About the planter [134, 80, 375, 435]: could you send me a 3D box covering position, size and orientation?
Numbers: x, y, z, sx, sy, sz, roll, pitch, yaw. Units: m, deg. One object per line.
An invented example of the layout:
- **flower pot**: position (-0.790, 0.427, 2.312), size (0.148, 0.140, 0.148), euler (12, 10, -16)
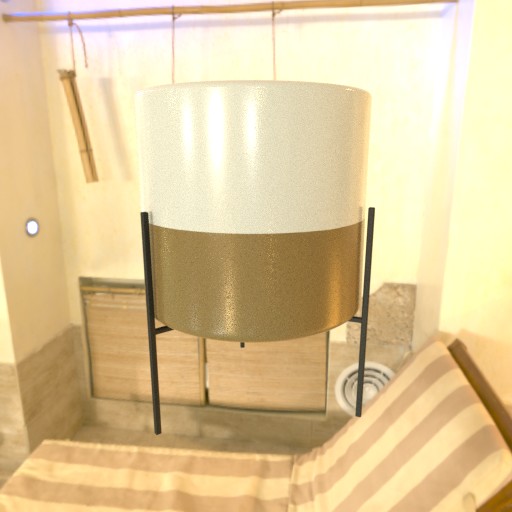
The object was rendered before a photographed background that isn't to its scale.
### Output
- **planter**: position (0.000, 0.000, 0.631), size (0.310, 0.432, 0.310), euler (2, 14, 7)
